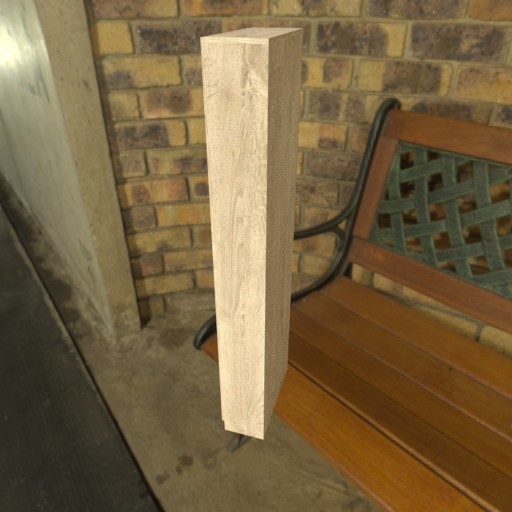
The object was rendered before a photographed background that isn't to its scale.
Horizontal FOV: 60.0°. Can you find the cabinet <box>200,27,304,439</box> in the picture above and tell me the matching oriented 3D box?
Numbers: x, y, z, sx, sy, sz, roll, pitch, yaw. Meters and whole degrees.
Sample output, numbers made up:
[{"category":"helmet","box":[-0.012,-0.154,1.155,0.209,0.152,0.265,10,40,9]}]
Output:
[{"category":"cabinet","box":[0.000,0.000,1.980,0.230,1.790,0.500,9,32,15]}]
